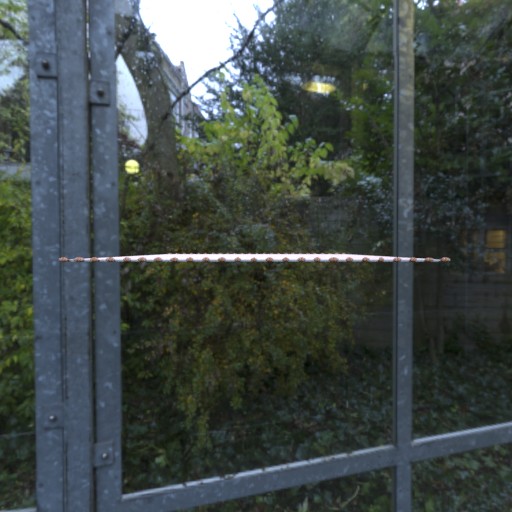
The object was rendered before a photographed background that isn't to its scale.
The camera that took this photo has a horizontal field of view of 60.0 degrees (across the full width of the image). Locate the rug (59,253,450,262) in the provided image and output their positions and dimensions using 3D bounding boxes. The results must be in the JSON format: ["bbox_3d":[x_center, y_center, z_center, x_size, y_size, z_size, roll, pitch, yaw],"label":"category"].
[{"bbox_3d":[0.000,0.000,4.443,2.451,0.035,3.369,0,1,0],"label":"rug"}]
